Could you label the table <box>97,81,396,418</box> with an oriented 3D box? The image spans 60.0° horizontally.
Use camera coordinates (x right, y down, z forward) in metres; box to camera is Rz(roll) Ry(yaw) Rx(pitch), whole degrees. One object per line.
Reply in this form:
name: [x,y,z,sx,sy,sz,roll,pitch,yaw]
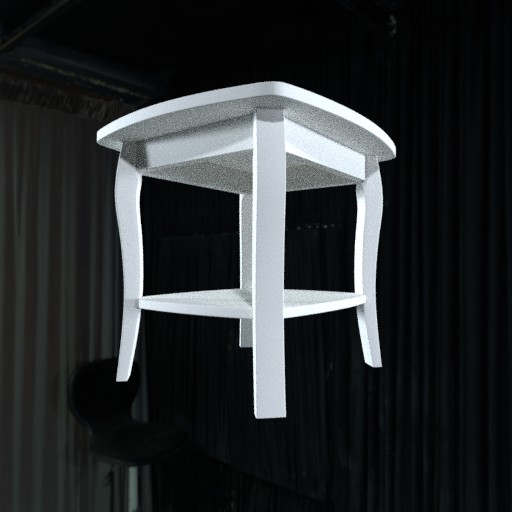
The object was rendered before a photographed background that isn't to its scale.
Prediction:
table: [0.000,0.000,0.845,0.451,0.438,0.502,0,-1,37]
